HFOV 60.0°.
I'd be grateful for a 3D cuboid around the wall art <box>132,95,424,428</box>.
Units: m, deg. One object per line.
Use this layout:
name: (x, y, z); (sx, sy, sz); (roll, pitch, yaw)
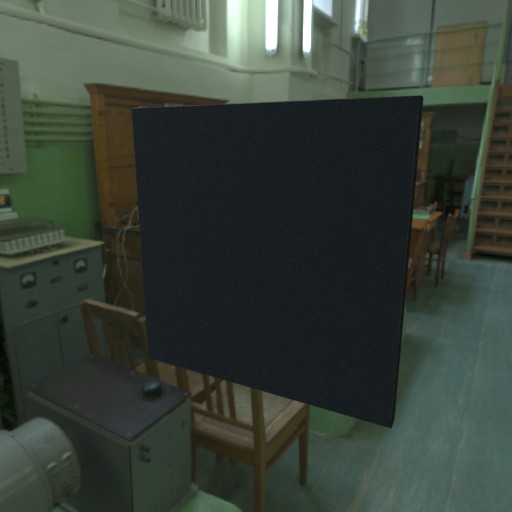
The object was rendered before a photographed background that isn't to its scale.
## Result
wall art: (0.000, 0.000, 1.166); (0.762, 0.762, 0.038); (8, 16, 27)
